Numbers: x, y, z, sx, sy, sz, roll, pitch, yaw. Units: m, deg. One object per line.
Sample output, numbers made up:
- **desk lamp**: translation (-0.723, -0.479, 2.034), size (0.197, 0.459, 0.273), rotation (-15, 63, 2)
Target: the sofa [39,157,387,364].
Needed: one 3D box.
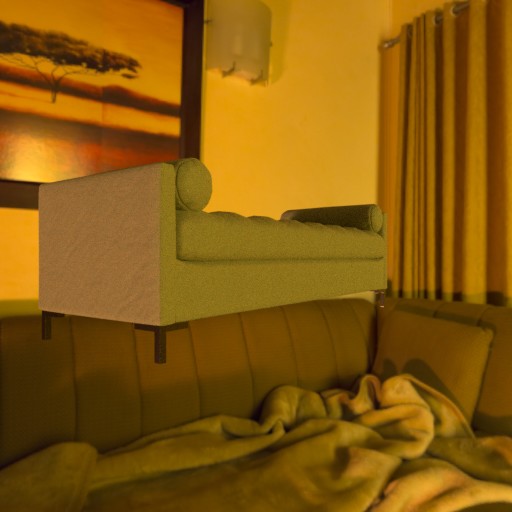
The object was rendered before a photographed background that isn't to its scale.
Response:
- **sofa**: translation (0.000, 0.000, 2.480), size (0.796, 0.705, 2.102), rotation (0, 0, 36)
